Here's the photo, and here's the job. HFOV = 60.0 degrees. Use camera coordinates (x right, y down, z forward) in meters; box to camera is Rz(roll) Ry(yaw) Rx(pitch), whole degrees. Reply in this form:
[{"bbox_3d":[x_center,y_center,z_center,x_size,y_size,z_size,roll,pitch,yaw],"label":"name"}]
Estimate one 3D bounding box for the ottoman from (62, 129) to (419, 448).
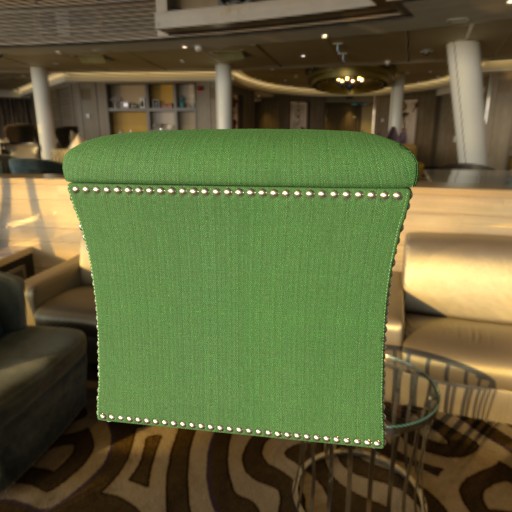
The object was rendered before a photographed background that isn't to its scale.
[{"bbox_3d":[0.000,0.000,0.860,0.497,0.475,0.507,2,16,8],"label":"ottoman"}]
